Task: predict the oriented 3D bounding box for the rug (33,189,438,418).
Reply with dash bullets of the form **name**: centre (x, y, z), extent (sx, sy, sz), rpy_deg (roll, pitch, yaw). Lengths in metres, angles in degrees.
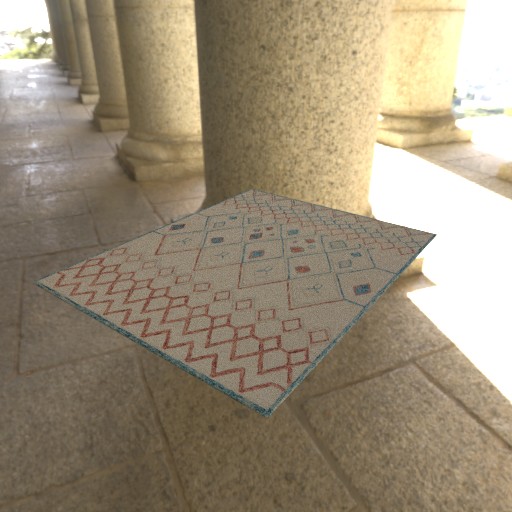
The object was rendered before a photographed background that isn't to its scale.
- **rug**: centre (0.000, 0.000, 4.174), extent (2.441, 0.016, 3.050), rpy_deg (19, 33, 32)
